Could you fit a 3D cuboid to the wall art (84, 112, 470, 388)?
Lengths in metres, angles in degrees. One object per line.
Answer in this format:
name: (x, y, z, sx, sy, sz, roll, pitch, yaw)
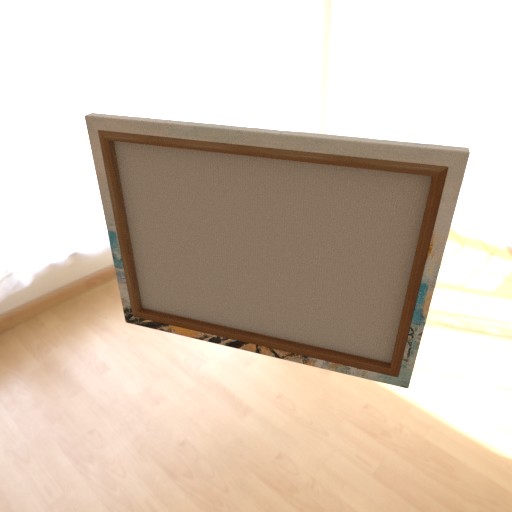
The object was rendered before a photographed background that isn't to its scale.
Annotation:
wall art: (0.000, 0.000, 1.335, 1.016, 0.762, 0.038, 10, 33, 15)
